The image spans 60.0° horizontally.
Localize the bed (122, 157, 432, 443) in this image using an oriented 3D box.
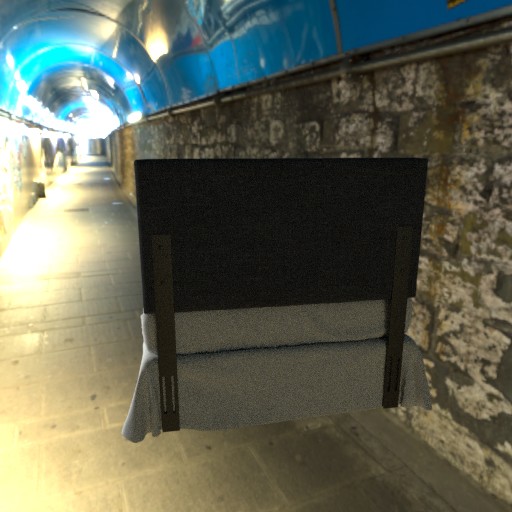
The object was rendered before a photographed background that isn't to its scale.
[{"bbox_3d":[0.000,0.000,3.525,1.936,1.577,2.222,-2,14,-10],"label":"bed"}]
